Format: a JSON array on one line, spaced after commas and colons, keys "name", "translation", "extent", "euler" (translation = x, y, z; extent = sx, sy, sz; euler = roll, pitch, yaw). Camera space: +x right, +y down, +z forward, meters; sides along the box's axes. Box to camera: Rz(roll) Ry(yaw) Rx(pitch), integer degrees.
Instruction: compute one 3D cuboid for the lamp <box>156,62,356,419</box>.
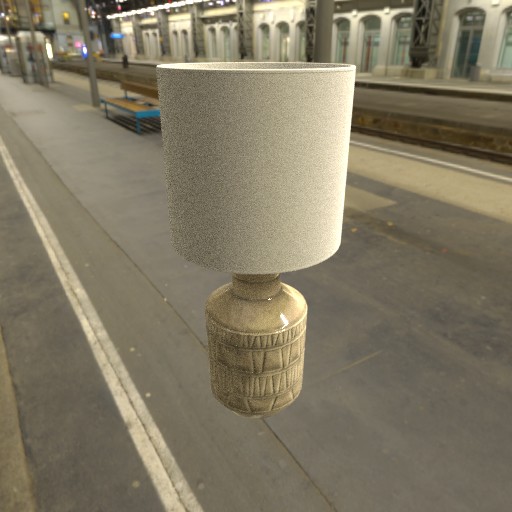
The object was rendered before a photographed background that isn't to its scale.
[{"name": "lamp", "translation": [0.000, 0.000, 0.575], "extent": [0.211, 0.455, 0.211], "euler": [18, 30, 33]}]
